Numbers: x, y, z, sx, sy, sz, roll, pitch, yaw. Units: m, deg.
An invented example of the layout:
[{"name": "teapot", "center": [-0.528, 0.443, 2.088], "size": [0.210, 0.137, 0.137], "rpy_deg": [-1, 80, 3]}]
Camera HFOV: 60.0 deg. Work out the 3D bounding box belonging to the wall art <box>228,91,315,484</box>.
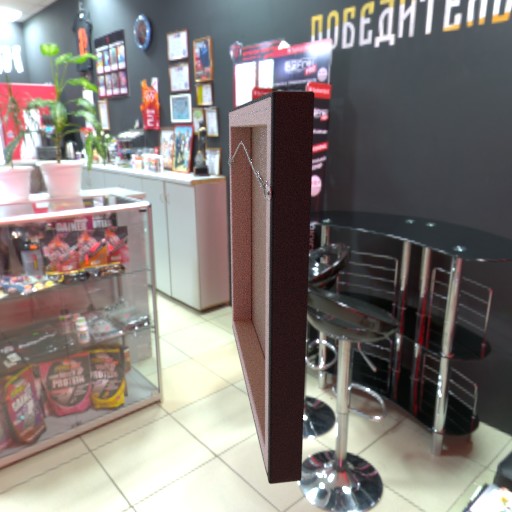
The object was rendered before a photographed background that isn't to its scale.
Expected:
[{"name": "wall art", "center": [0.000, 0.000, 0.623], "size": [0.041, 0.407, 0.406], "rpy_deg": [-2, 16, -8]}]
